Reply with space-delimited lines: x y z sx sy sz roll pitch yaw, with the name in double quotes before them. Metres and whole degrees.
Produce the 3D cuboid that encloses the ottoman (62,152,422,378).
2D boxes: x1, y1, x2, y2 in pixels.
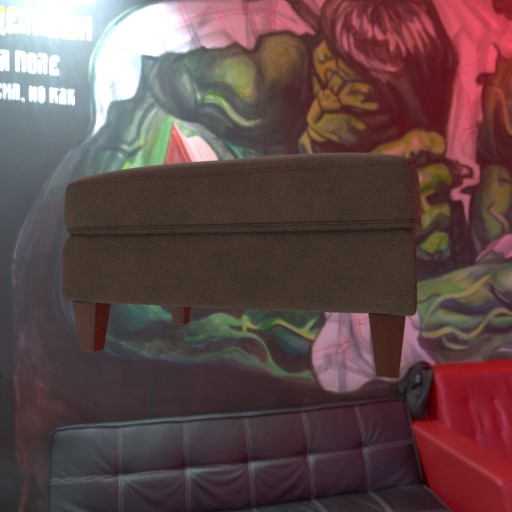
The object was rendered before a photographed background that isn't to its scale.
"ottoman" 0.000 0.000 1.238 0.864 0.483 0.584 0 0 19
